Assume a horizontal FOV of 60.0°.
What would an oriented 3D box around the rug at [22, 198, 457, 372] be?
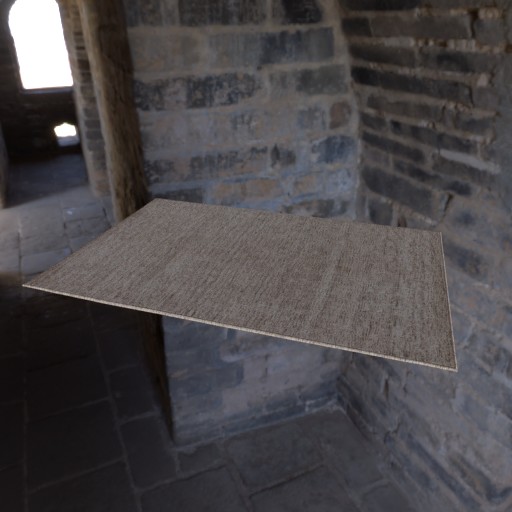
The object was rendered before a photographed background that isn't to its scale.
[{"bbox_3d":[0.000,0.000,2.261,1.822,0.018,1.211,8,28,16],"label":"rug"}]
